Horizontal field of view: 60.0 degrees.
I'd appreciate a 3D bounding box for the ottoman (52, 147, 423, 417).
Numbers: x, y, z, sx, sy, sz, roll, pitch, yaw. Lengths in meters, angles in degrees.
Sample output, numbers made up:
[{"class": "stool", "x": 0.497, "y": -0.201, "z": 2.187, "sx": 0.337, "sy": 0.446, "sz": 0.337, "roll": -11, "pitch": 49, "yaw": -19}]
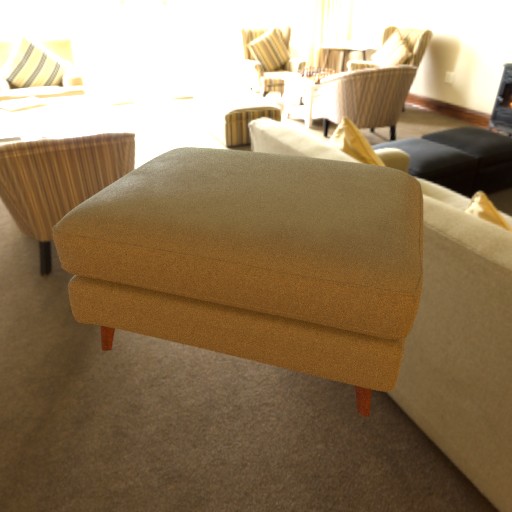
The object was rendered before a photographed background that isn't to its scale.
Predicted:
[{"class": "ottoman", "x": 0.000, "y": 0.000, "z": 1.191, "sx": 0.811, "sy": 0.449, "sz": 0.608, "roll": 10, "pitch": 33, "yaw": 15}]
